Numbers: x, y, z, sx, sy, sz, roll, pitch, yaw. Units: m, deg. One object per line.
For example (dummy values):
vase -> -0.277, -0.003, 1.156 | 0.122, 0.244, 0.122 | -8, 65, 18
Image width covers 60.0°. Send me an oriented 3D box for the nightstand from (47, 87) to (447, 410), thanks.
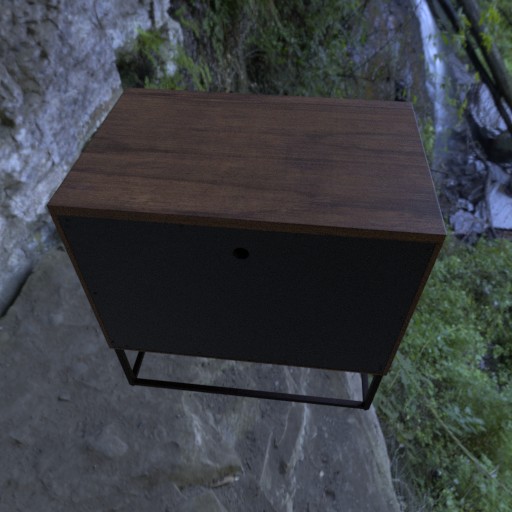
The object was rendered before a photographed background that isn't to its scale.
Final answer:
nightstand -> 0.000, 0.000, 1.036 | 0.610, 0.610, 0.437 | 5, 46, 4
